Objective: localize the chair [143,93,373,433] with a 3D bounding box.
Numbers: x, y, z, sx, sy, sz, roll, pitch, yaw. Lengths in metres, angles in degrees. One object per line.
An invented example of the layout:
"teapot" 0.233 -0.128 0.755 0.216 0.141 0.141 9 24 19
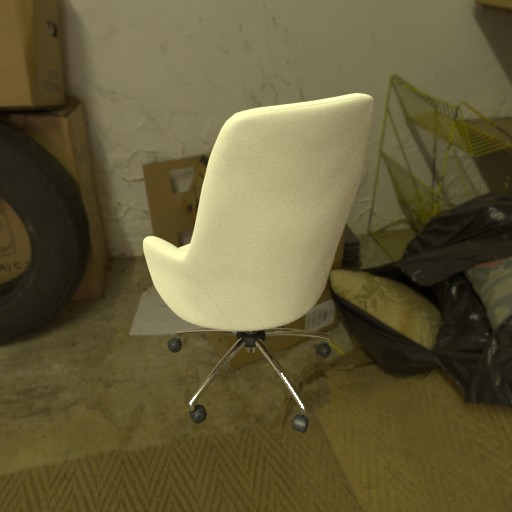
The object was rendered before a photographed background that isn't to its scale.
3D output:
"chair" 0.000 0.000 1.431 0.620 1.049 0.640 -19 36 -28
